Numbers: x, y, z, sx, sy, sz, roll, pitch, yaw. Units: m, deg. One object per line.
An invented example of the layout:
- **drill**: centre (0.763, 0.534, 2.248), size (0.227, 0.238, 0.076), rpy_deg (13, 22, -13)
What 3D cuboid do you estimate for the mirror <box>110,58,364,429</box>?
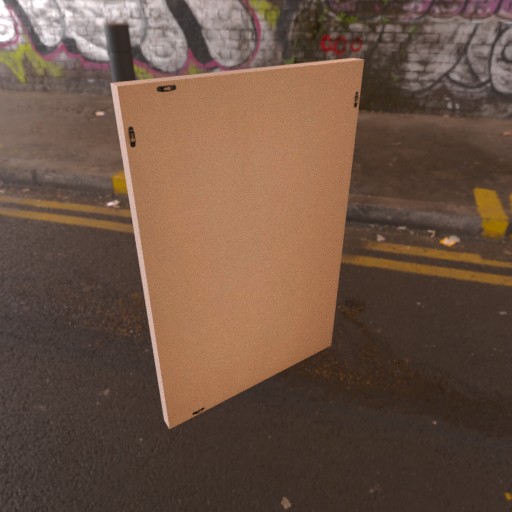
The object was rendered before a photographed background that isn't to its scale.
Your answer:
- **mirror**: centre (0.000, 0.000, 1.168), size (0.609, 0.915, 0.041), rpy_deg (-19, 36, -29)
